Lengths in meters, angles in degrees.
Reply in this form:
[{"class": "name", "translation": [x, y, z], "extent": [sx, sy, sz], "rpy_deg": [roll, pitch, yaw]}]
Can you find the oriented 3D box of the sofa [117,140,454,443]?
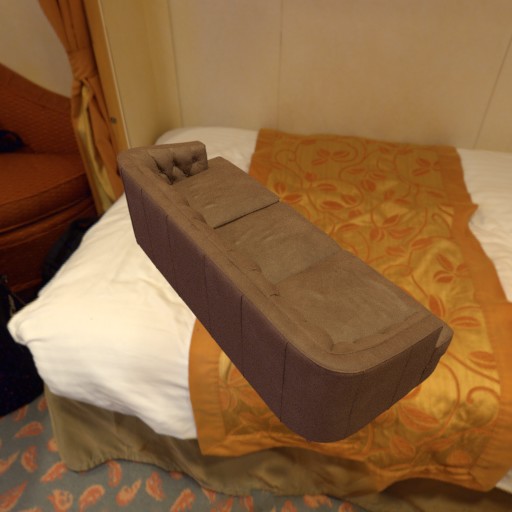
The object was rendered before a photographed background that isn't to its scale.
[{"class": "sofa", "translation": [0.000, 0.000, 2.709], "extent": [0.927, 0.787, 2.227], "rpy_deg": [-25, 47, -26]}]
